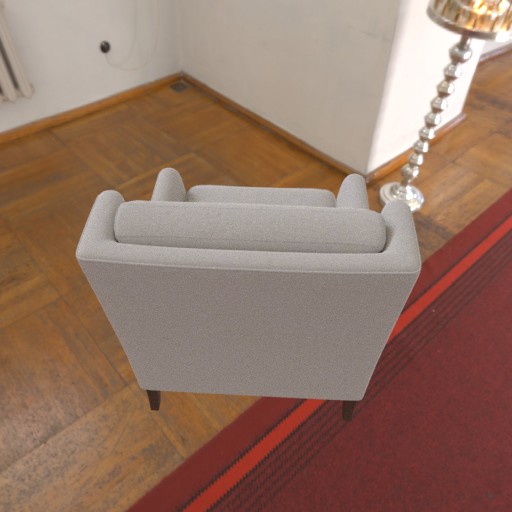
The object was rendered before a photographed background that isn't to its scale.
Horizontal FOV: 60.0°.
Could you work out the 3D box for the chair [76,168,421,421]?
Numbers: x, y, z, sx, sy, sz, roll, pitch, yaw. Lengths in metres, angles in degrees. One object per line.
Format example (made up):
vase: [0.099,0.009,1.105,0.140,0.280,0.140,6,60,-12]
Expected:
chair: [0.000,0.000,1.877,0.982,1.056,1.040,2,46,2]
